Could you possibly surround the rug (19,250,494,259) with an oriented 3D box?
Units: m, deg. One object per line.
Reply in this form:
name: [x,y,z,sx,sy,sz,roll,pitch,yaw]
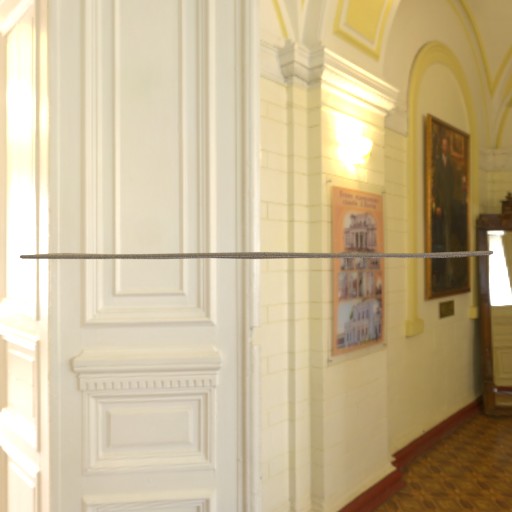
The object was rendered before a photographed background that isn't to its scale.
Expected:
rug: [0.000,0.000,2.329,1.829,0.034,1.252,0,0,-1]
